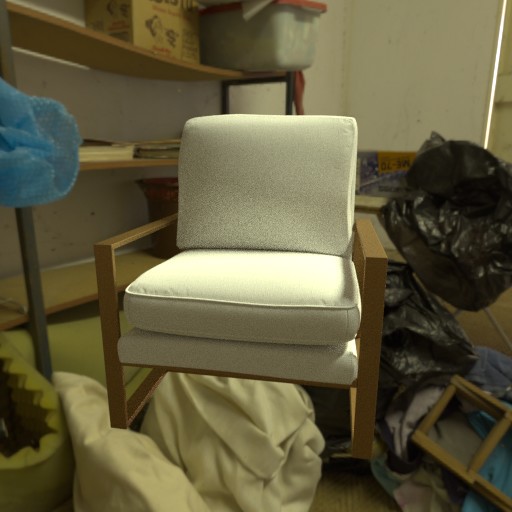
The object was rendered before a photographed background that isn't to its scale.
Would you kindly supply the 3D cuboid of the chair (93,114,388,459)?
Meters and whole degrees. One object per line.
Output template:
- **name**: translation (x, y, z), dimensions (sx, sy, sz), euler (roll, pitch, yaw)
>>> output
- **chair**: translation (0.000, 0.000, 1.551), dimensions (0.805, 0.966, 0.813), euler (3, 16, 10)
